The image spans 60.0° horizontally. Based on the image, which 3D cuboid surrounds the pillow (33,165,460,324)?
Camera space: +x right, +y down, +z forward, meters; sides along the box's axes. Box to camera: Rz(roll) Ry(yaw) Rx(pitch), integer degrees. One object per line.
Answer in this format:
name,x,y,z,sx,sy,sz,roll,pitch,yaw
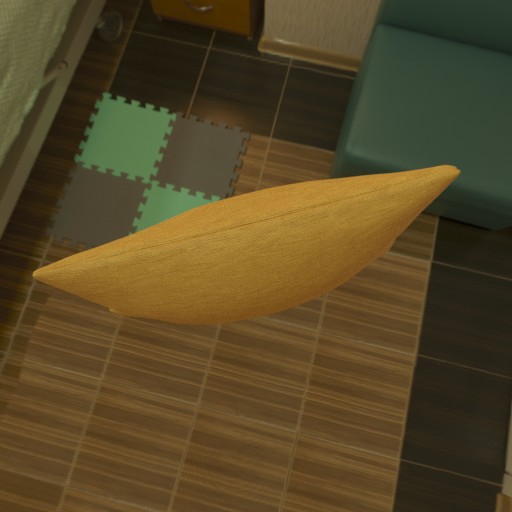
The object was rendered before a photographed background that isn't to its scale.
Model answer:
pillow,0.000,0.000,0.791,0.634,0.354,0.210,-14,76,-4
